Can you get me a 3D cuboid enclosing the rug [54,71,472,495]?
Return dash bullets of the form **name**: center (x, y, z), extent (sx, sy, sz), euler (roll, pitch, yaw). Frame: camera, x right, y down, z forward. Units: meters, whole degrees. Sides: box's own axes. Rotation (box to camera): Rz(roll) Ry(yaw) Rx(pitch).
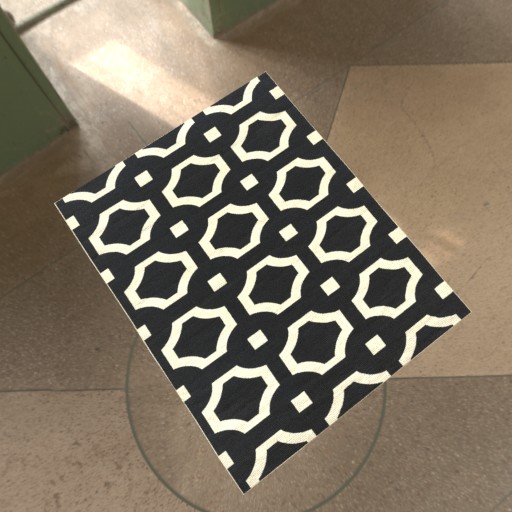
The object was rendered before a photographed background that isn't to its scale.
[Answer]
- **rug**: center (0.000, 0.000, 4.012), extent (2.466, 0.021, 3.049), euler (-35, 77, -9)
